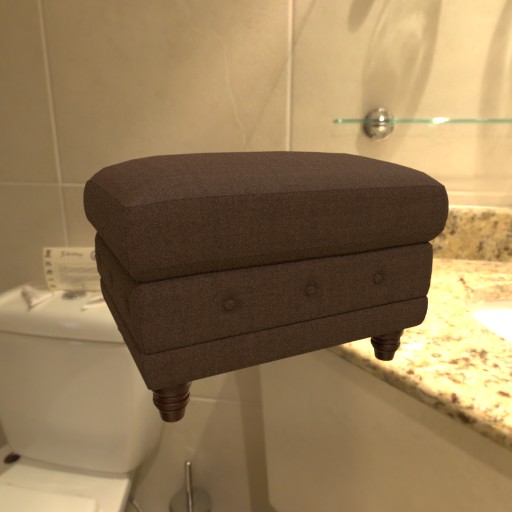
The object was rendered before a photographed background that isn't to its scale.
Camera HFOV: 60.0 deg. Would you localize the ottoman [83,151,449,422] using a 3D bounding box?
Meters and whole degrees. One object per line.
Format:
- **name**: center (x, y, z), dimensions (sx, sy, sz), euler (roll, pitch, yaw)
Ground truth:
- **ottoman**: center (0.000, 0.000, 1.216), dimensions (0.809, 0.555, 0.599), euler (-7, 17, -26)
